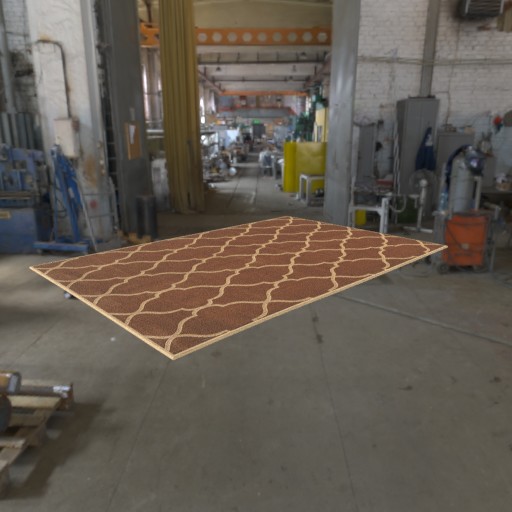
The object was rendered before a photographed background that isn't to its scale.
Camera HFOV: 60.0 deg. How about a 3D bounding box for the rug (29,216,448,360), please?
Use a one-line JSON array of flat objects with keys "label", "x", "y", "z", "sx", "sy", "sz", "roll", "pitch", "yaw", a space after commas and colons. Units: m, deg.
[{"label": "rug", "x": 0.000, "y": 0.000, "z": 2.874, "sx": 2.290, "sy": 0.014, "sz": 1.526, "roll": -15, "pitch": 22, "yaw": -42}]
